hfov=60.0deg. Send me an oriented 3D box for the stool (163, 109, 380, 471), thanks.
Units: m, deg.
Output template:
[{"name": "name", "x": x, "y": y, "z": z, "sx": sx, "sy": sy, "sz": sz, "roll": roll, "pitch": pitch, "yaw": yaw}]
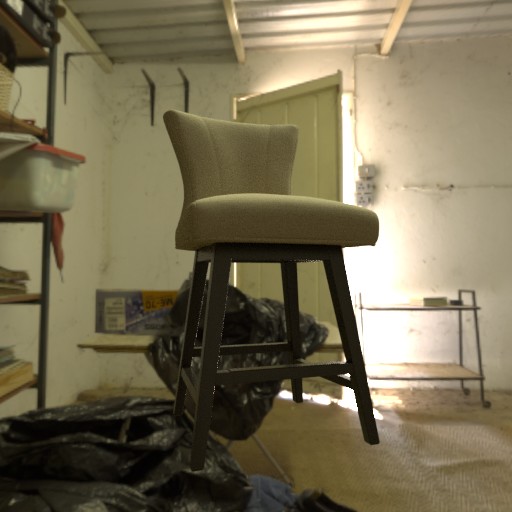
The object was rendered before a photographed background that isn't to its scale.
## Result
[{"name": "stool", "x": 0.000, "y": 0.000, "z": 1.350, "sx": 0.514, "sy": 1.000, "sz": 0.574, "roll": 1, "pitch": -3, "yaw": -19}]
